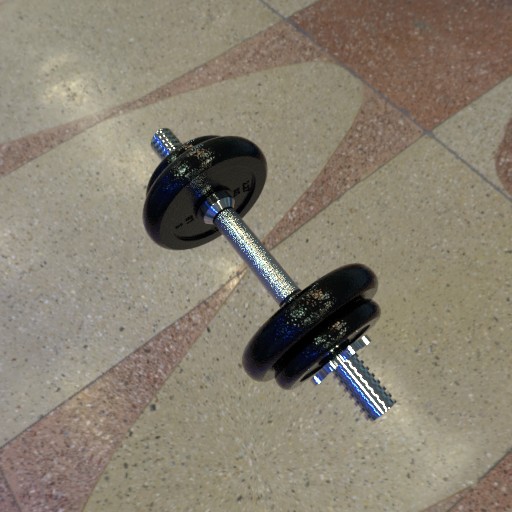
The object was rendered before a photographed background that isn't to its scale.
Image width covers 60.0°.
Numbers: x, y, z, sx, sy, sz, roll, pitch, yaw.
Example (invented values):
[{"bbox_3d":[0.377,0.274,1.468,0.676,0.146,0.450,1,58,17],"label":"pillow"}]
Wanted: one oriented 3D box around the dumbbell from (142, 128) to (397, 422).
[{"bbox_3d":[0.000,0.000,0.597,0.202,0.202,0.497,-33,69,-15],"label":"dumbbell"}]
